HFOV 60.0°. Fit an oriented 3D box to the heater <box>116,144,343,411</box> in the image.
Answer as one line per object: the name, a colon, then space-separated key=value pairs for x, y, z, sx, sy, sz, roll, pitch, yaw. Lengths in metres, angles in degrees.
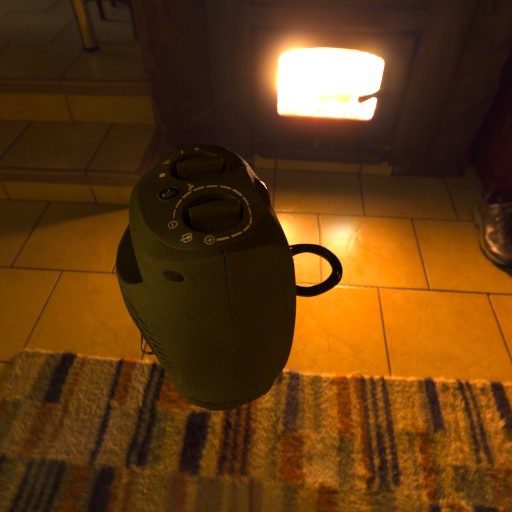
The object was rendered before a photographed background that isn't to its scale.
heater: x=0.000 y=0.000 z=0.477 sx=0.291 sy=0.255 sz=0.239 roll=-12 pitch=48 yaw=-11
